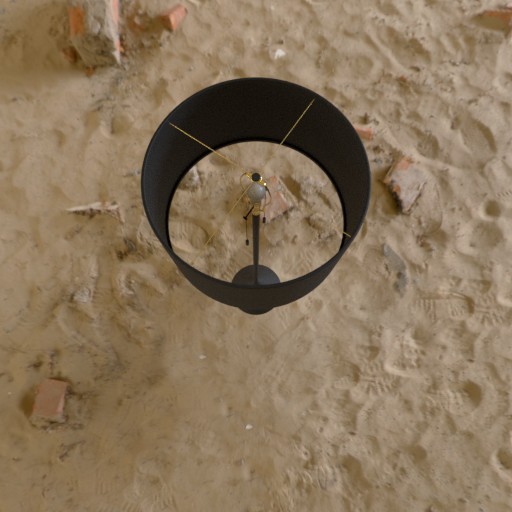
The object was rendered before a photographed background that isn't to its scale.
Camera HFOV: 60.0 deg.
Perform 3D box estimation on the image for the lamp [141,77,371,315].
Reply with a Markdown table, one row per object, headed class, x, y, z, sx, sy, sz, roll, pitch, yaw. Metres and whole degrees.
| class | x | y | z | sx | sy | sz | roll | pitch | yaw |
| --- | --- | --- | --- | --- | --- | --- | --- | --- | --- |
| lamp | 0.000 | 0.000 | 1.848 | 0.580 | 1.526 | 0.580 | 33 | 77 | 9 |
